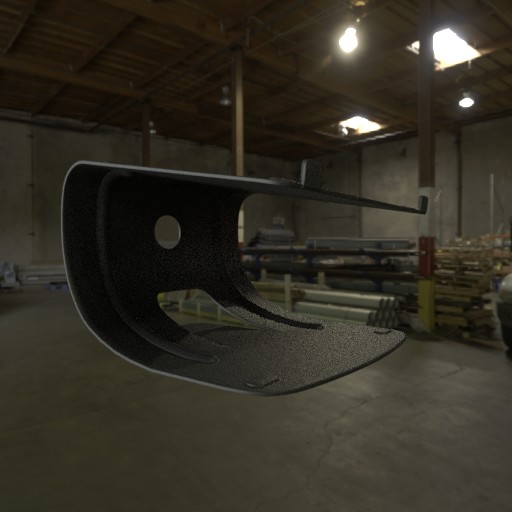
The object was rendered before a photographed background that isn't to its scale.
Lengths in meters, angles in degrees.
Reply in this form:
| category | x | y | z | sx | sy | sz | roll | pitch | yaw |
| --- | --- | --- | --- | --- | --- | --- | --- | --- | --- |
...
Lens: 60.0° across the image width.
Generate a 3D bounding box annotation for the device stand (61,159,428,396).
| category | x | y | z | sx | sy | sz | roll | pitch | yaw |
| --- | --- | --- | --- | --- | --- | --- | --- | --- | --- |
| device stand | 0.000 | 0.000 | 0.398 | 0.236 | 0.155 | 0.256 | 1 | 1 | 37 |
